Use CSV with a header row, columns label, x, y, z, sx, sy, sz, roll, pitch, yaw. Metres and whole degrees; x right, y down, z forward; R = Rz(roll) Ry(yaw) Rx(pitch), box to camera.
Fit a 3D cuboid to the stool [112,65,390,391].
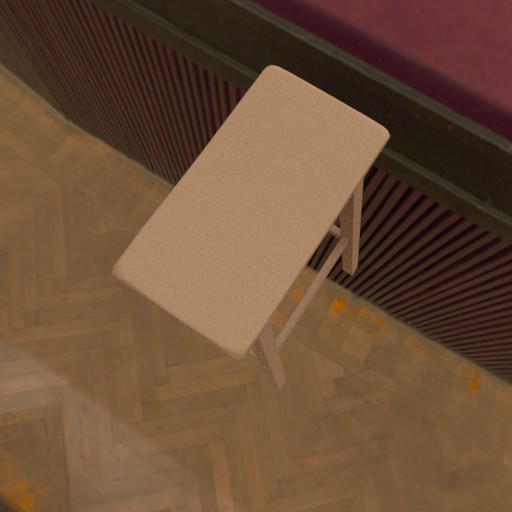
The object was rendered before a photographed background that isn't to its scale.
label,x,y,z,sx,sy,sz,roll,pitch,yaw
stool,0.000,0.000,1.050,0.476,0.737,0.457,33,78,8
